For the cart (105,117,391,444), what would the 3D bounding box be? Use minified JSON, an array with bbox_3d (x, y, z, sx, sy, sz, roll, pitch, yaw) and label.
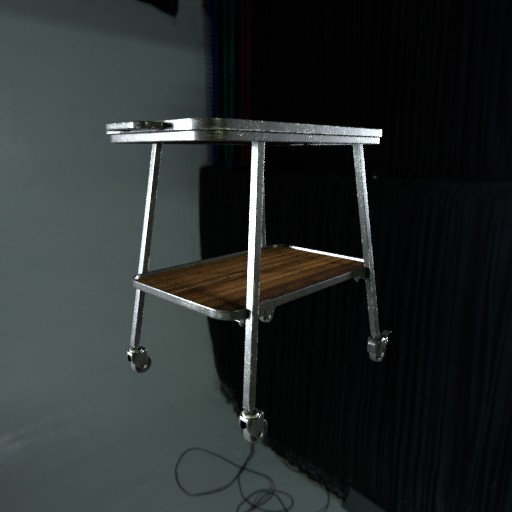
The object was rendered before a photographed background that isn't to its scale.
[{"bbox_3d":[0.000,0.000,1.258,0.515,0.700,0.806,12,18,42],"label":"cart"}]
